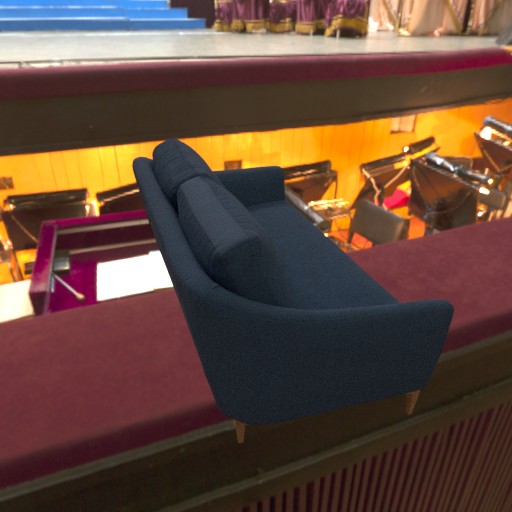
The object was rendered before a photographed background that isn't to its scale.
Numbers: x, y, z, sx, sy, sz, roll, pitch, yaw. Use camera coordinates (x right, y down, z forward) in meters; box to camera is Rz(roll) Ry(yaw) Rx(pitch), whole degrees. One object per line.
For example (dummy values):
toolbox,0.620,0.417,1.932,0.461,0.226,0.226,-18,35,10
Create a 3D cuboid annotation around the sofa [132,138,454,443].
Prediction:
sofa,0.000,0.000,2.152,0.960,0.902,1.619,-10,31,-17
